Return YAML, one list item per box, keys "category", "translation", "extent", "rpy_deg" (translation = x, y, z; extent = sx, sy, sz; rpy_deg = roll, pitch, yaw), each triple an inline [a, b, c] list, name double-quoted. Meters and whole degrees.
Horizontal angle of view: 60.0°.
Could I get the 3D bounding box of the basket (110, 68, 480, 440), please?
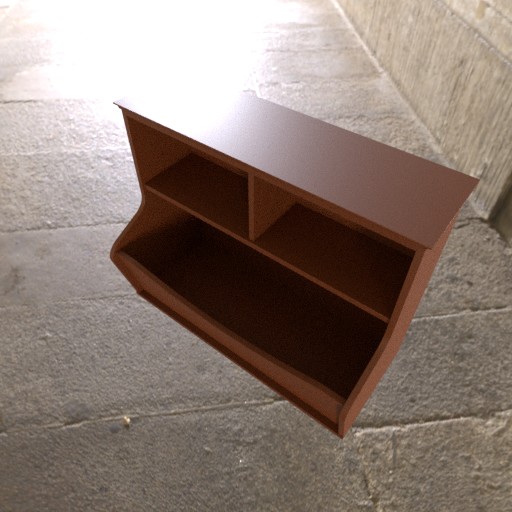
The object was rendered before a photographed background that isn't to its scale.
- category: "basket"
  translation: [0.000, 0.000, 1.137]
  extent: [0.792, 0.625, 0.376]
  rpy_deg: [29, 53, 25]
